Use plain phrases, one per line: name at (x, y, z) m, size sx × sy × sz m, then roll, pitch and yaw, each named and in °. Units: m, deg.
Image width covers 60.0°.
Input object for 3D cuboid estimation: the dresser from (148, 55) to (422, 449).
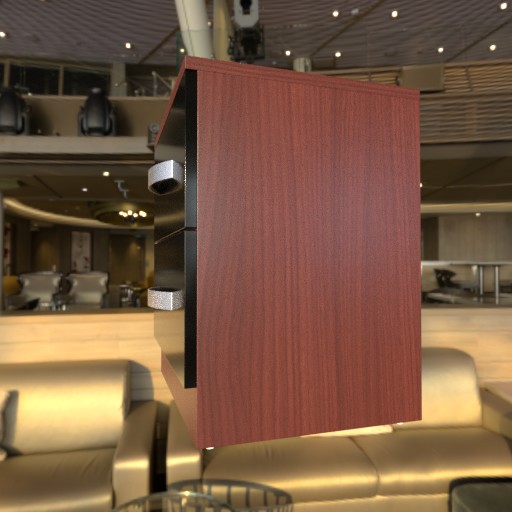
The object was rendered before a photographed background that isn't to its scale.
dresser at (0.000, 0.000, 0.761) m, size 0.360 × 0.470 × 0.400 m, roll 0°, pitch -1°, yaw -18°
